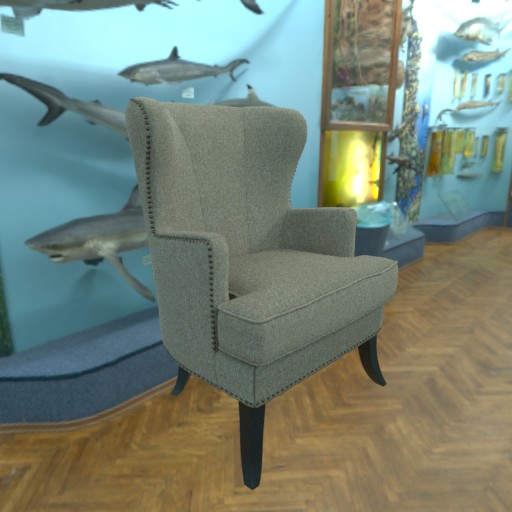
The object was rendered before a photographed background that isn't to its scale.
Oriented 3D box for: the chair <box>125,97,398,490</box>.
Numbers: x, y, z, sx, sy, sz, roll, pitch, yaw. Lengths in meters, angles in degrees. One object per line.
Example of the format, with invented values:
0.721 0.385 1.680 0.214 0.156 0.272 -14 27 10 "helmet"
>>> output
0.000 0.000 1.579 0.758 1.060 0.759 14 20 42 "chair"
